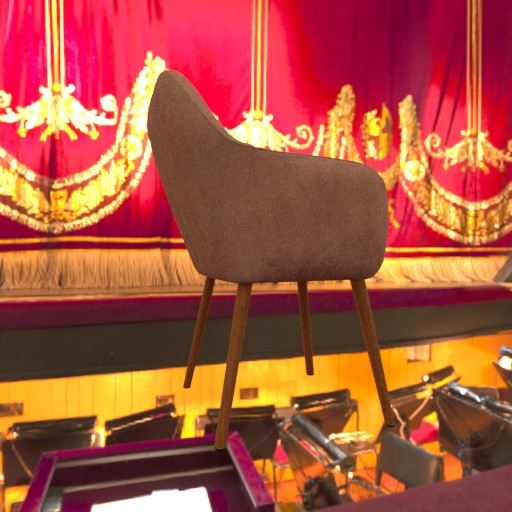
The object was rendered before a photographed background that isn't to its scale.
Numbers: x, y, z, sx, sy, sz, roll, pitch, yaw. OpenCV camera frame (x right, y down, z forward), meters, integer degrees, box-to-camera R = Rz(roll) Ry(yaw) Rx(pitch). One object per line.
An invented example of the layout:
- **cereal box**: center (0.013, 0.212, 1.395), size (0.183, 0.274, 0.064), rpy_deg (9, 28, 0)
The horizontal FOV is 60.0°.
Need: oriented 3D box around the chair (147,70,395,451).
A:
- **chair**: center (0.000, 0.000, 1.224), size (0.570, 0.832, 0.610), rpy_deg (0, 1, -18)
